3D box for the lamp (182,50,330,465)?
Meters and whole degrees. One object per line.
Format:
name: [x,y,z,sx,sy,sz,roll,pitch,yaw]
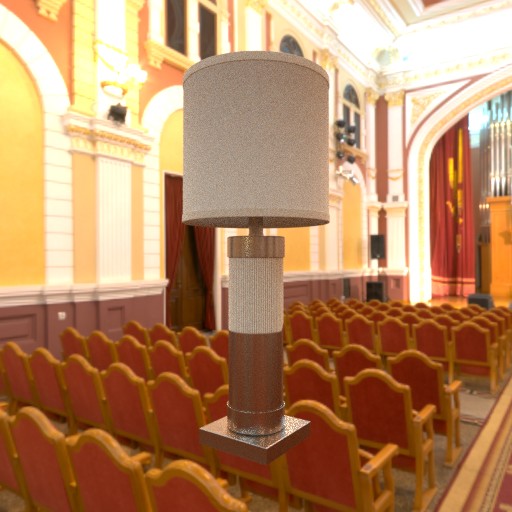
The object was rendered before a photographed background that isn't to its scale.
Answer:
lamp: [0.000,0.000,0.616,0.202,0.509,0.202,0,0,36]
